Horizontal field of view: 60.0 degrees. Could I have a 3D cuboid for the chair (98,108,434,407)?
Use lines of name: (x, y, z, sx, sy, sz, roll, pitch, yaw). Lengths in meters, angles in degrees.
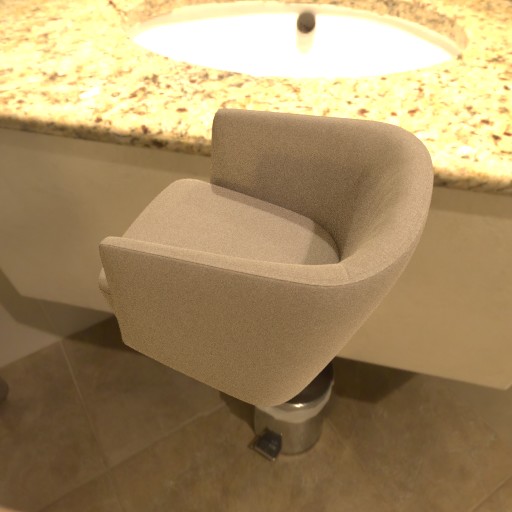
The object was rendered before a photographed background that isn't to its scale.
chair: (0.000, 0.000, 1.578, 0.986, 0.861, 0.822, 15, 49, 14)
